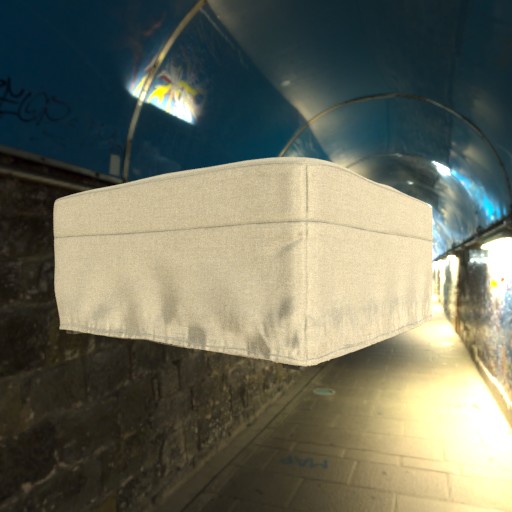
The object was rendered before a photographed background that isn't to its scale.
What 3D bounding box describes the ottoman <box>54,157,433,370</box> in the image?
[{"bbox_3d":[0.000,0.000,1.334,0.840,0.436,0.843,-1,-1,36],"label":"ottoman"}]
